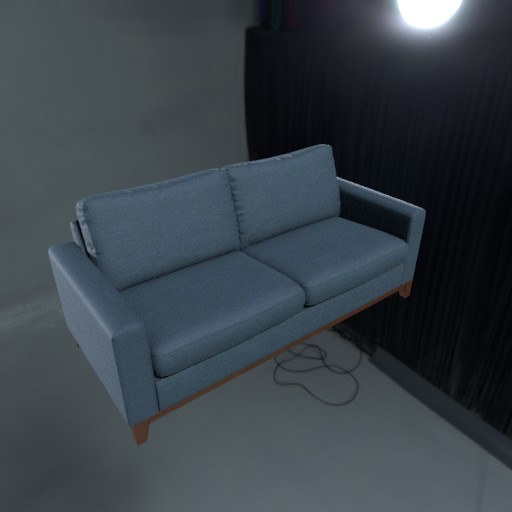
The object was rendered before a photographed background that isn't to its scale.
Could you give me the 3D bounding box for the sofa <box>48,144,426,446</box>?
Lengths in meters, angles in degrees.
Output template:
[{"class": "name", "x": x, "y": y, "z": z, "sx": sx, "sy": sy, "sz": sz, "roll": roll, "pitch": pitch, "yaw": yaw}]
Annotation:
[{"class": "sofa", "x": 0.000, "y": 0.000, "z": 2.436, "sx": 1.900, "sy": 0.865, "sz": 0.877, "roll": -20, "pitch": 35, "yaw": -32}]
